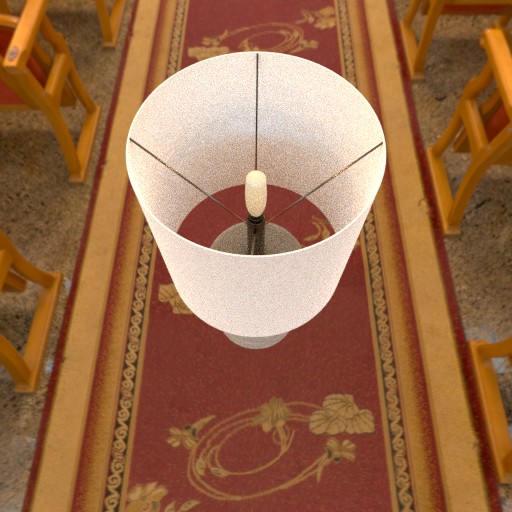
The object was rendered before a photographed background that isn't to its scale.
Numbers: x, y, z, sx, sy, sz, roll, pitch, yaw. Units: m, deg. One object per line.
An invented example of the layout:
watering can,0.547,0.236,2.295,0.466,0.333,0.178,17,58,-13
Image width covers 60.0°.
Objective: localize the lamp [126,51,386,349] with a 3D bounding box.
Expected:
lamp,0.000,0.000,0.540,0.206,0.416,0.206,1,64,0
